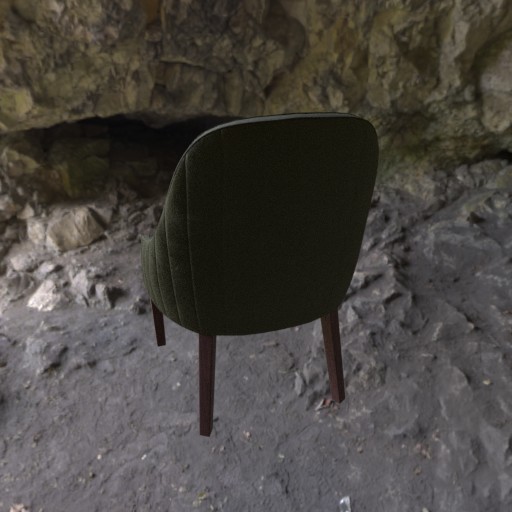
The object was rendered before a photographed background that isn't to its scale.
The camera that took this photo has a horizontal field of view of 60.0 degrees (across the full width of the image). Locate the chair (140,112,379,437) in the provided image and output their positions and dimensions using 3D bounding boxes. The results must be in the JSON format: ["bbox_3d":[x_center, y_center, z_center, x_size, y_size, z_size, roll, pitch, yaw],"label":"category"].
[{"bbox_3d":[0.000,0.000,1.293,0.643,0.889,0.575,-8,28,-16],"label":"chair"}]
